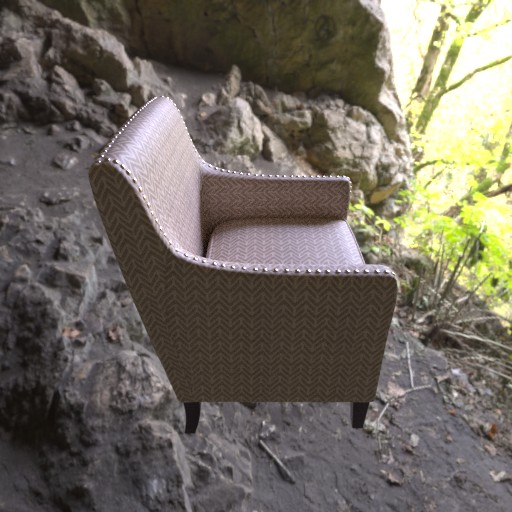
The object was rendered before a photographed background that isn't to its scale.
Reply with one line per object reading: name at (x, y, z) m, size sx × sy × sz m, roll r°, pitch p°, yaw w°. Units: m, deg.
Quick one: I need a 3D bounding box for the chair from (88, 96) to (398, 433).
chair at (0.000, 0.000, 1.304) m, size 0.651 × 0.816 × 0.623 m, roll 0°, pitch 31°, yaw 0°
